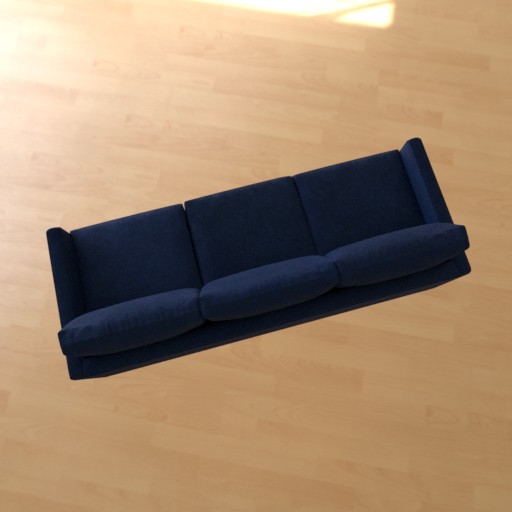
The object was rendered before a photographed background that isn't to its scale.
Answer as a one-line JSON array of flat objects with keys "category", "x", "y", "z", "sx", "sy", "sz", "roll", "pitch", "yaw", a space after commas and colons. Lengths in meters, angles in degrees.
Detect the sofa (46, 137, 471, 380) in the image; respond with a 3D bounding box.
[{"category": "sofa", "x": 0.000, "y": 0.000, "z": 2.623, "sx": 2.252, "sy": 0.879, "sz": 0.875, "roll": -15, "pitch": 77, "yaw": -3}]
